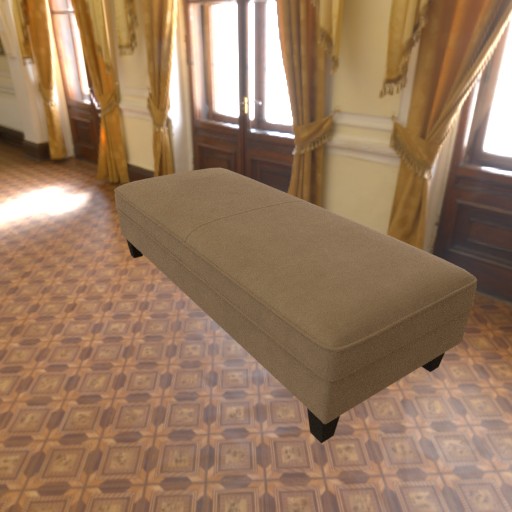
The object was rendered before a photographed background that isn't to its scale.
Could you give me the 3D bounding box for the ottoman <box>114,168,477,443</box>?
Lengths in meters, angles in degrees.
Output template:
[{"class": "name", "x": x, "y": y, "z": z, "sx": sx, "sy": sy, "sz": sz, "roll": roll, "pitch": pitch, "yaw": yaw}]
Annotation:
[{"class": "ottoman", "x": 0.000, "y": 0.000, "z": 2.024, "sx": 0.735, "sy": 0.460, "sz": 1.726, "roll": -17, "pitch": 31, "yaw": -31}]
